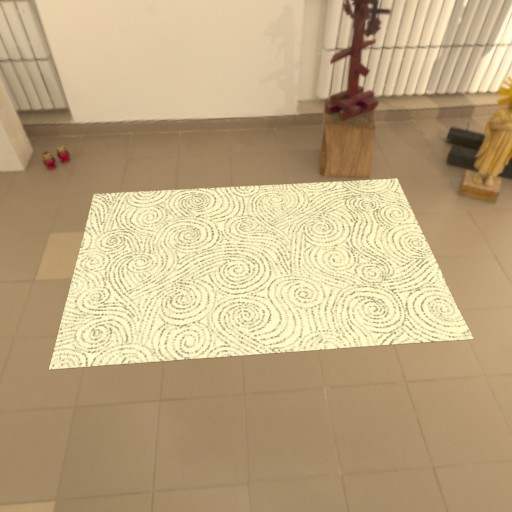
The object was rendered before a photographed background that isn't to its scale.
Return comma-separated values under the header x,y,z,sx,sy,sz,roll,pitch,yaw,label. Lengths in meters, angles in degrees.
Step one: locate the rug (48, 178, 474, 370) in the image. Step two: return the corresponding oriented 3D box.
x,y,z,sx,sy,sz,roll,pitch,yaw,label
0.000,0.000,3.037,2.439,0.005,1.524,-3,48,-3,rug
